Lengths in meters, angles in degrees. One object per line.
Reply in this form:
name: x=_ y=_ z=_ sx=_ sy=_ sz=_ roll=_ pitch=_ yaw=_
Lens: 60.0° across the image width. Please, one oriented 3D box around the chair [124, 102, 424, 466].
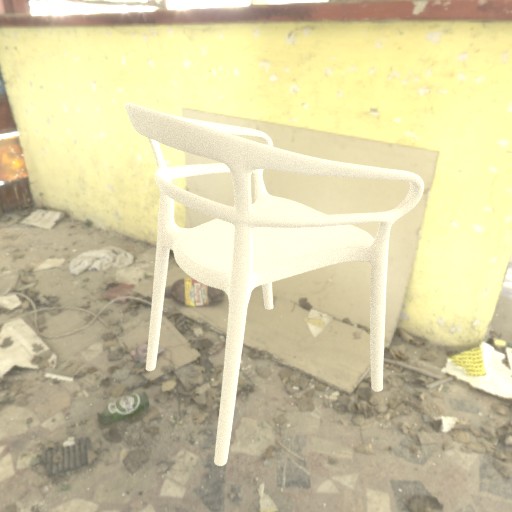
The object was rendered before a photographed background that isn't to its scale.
chair: x=0.000 y=0.000 z=1.111 sx=0.527 sy=0.761 sz=0.559 roll=-18 pitch=32 yaw=-31
